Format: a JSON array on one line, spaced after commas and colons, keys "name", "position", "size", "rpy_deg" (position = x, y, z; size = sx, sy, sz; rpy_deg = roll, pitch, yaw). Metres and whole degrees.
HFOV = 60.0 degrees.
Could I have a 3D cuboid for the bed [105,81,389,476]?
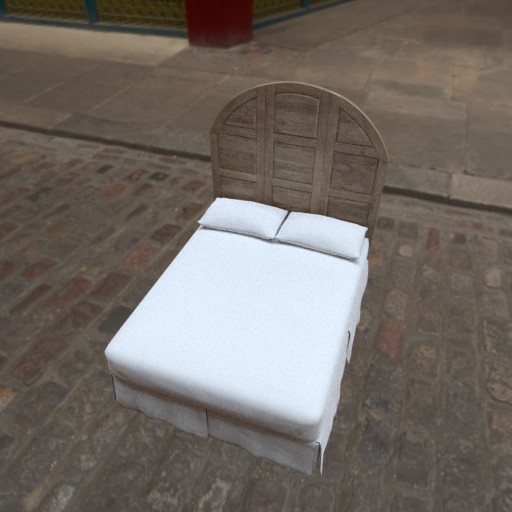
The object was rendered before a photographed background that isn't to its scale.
[{"name": "bed", "position": [0.000, 0.000, 3.437], "size": [1.713, 2.002, 2.112], "rpy_deg": [13, 42, 15]}]
